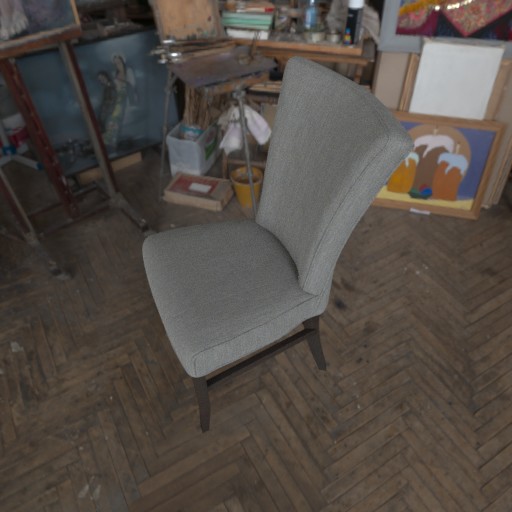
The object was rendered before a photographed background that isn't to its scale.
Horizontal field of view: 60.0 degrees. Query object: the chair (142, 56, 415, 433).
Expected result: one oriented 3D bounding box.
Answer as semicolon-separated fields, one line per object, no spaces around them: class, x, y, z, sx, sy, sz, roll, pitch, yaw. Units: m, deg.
chair;0.000;0.000;1.388;0.660;0.991;0.520;-18;48;-17
